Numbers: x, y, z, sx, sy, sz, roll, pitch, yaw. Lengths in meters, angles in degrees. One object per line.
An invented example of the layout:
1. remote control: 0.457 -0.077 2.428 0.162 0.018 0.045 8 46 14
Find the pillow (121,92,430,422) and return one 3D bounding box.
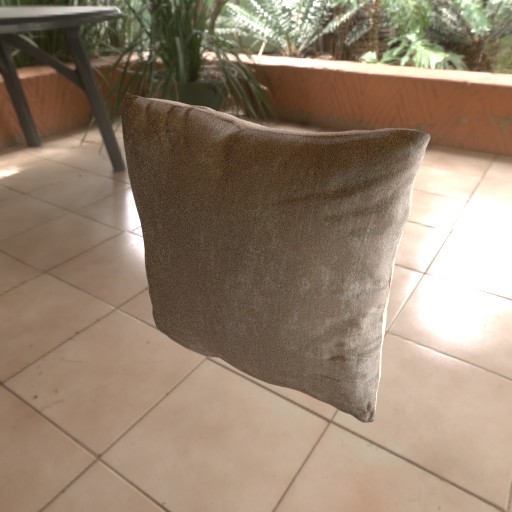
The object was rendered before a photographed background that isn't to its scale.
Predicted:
1. pillow: 0.000 0.000 0.684 0.450 0.448 0.245 19 36 28
